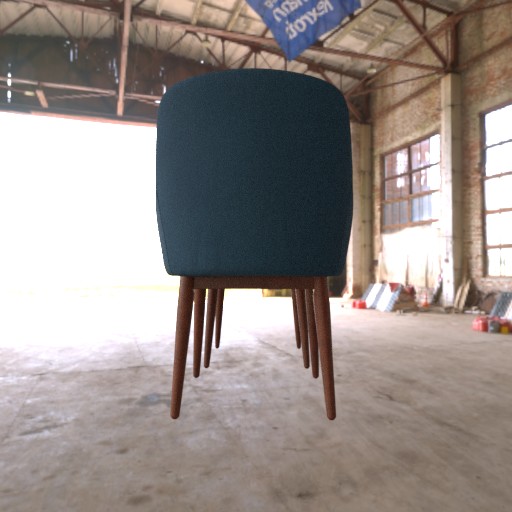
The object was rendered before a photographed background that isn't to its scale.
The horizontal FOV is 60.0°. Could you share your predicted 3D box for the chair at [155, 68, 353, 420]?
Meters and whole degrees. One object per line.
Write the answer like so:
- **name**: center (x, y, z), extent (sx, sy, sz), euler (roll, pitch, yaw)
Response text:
- **chair**: center (0.000, 0.000, 1.590), extent (0.584, 0.866, 1.114), euler (0, -1, 1)
